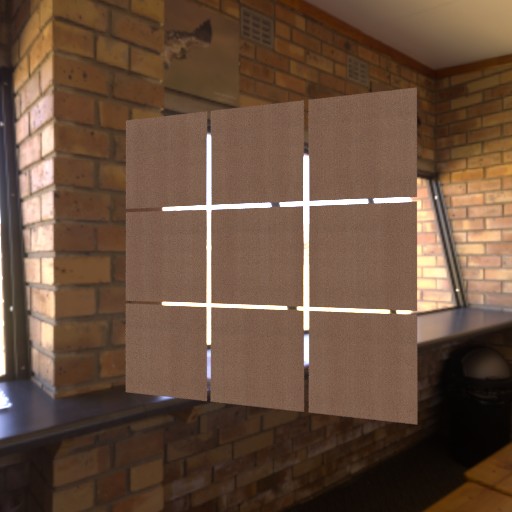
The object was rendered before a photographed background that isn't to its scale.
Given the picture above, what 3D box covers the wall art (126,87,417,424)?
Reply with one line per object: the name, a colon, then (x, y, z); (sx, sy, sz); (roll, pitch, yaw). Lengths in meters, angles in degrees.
wall art: (0.000, 0.000, 2.219); (1.517, 1.505, 0.002); (0, 0, 18)
